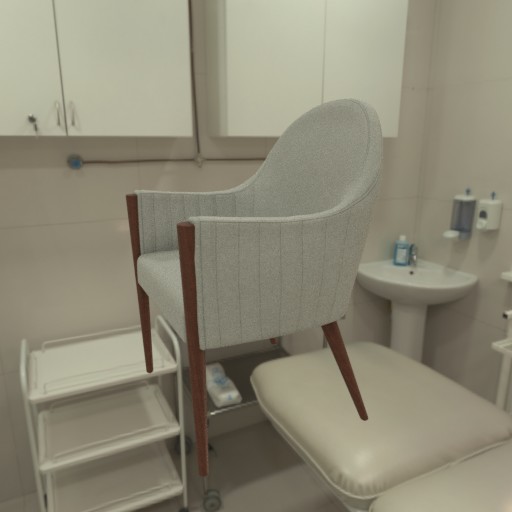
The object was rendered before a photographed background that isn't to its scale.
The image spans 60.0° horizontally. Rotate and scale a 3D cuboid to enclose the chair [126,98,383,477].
[{"bbox_3d":[0.000,0.000,1.293,0.620,0.889,0.610,-7,16,-26],"label":"chair"}]
